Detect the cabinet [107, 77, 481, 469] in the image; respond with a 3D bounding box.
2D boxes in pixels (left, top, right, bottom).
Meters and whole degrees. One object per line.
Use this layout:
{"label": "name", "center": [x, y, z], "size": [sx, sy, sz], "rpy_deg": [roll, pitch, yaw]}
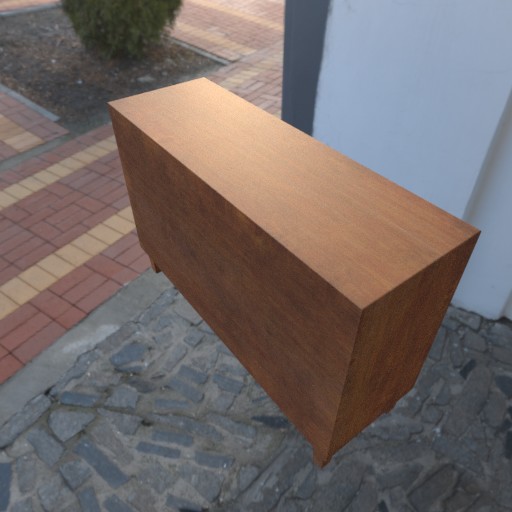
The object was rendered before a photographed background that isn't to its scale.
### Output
{"label": "cabinet", "center": [0.000, 0.000, 1.560], "size": [0.403, 0.805, 1.204], "rpy_deg": [-27, 48, -27]}
